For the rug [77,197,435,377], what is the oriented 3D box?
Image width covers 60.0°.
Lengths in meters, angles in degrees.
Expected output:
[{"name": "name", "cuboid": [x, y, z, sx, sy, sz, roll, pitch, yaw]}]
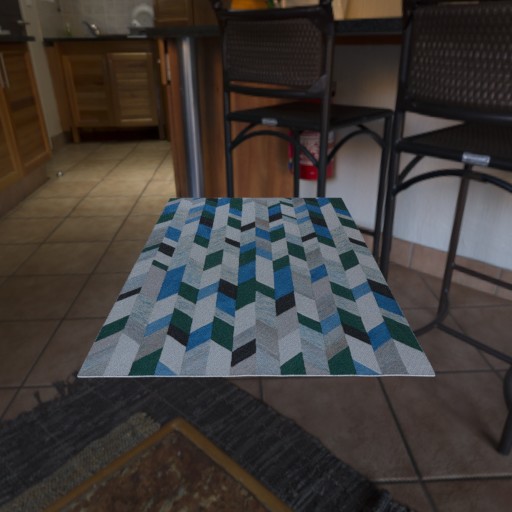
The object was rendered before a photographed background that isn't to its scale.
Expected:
[{"name": "rug", "cuboid": [0.000, 0.000, 2.327, 1.229, 0.005, 1.827, 0, 27, 0]}]
